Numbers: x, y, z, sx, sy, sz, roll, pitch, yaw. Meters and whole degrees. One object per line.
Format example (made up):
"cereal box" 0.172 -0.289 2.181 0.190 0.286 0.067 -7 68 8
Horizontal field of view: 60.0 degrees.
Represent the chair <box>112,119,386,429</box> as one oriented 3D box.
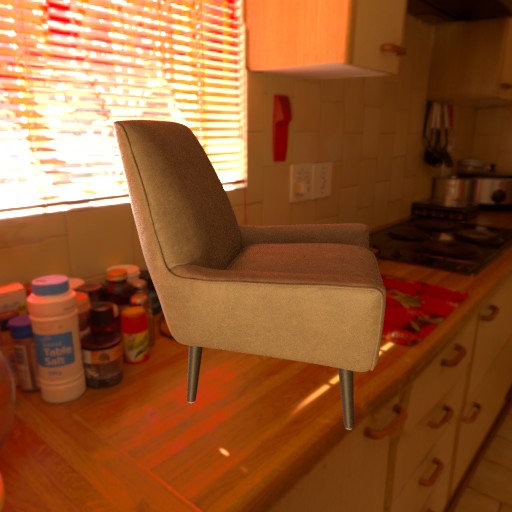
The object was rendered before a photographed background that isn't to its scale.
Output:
"chair" 0.000 0.000 1.512 0.824 0.888 0.787 3 16 10
